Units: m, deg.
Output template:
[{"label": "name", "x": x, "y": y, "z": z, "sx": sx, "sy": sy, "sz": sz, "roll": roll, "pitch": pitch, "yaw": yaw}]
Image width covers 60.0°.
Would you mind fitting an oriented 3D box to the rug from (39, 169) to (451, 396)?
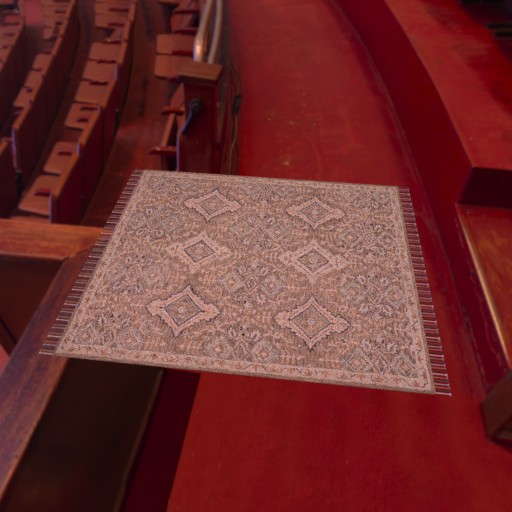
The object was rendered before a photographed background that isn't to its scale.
[{"label": "rug", "x": 0.000, "y": 0.000, "z": 4.090, "sx": 3.056, "sy": 0.010, "sz": 2.437, "roll": 5, "pitch": 46, "yaw": 4}]
